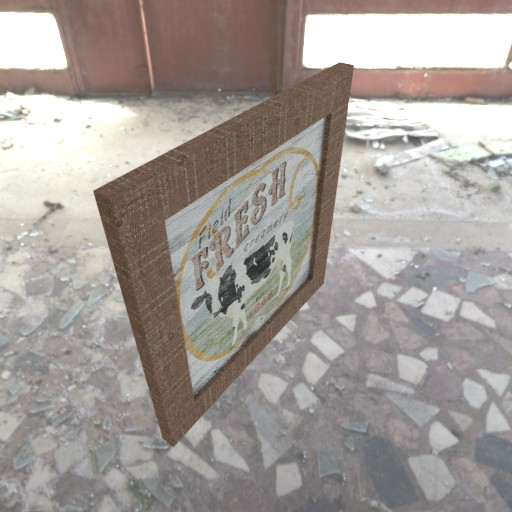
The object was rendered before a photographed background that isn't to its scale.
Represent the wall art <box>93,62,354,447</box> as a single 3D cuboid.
[{"bbox_3d":[0.000,0.000,0.793,0.029,0.531,0.531,26,47,27],"label":"wall art"}]
